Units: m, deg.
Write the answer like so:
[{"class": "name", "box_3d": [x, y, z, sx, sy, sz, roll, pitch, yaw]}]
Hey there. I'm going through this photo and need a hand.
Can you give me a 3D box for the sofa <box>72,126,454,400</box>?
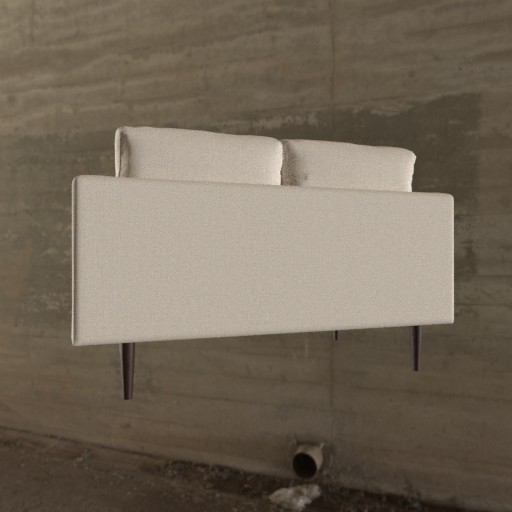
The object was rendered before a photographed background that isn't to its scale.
[{"class": "sofa", "box_3d": [0.000, 0.000, 1.926, 1.430, 0.908, 0.796, 0, 0, -18]}]
